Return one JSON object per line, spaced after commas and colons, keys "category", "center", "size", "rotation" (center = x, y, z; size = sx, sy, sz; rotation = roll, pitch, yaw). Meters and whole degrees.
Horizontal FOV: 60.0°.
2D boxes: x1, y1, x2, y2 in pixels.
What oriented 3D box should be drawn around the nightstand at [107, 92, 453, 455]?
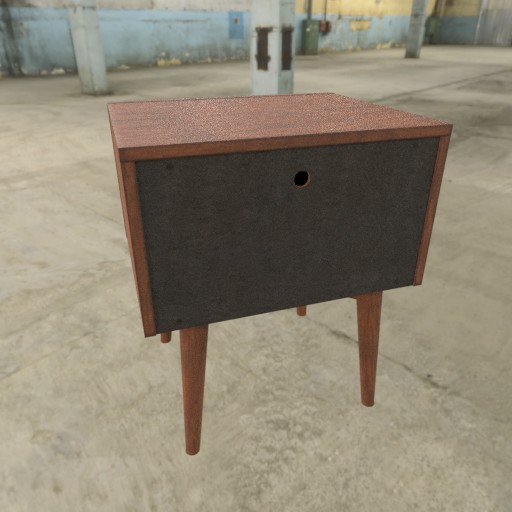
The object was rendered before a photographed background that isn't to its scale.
{"category": "nightstand", "center": [0.000, 0.000, 0.963], "size": [0.521, 0.607, 0.445], "rotation": [-9, 28, -16]}
